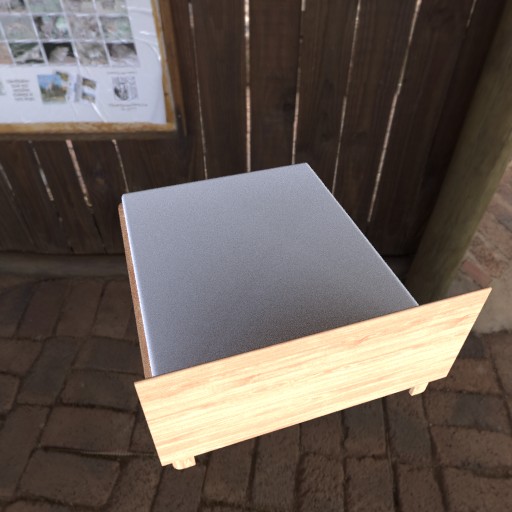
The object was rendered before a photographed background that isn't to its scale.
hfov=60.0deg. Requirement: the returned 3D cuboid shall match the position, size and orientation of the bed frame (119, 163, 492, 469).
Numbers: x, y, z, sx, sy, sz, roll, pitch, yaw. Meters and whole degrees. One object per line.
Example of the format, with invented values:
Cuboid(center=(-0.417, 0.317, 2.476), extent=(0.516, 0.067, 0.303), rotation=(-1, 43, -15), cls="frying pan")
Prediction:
Cuboid(center=(0.000, 0.000, 2.947), extent=(1.660, 0.940, 2.092), rotation=(-12, 44, -13), cls="bed frame")
